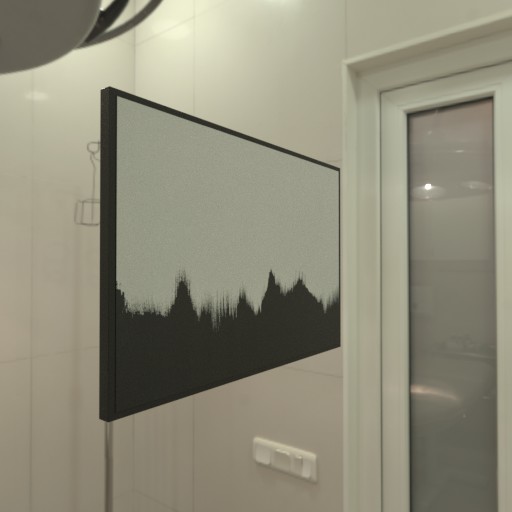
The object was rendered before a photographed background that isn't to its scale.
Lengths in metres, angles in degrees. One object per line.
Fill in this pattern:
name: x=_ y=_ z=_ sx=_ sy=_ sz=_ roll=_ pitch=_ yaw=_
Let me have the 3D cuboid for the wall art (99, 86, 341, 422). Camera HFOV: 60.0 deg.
wall art: x=0.000 y=0.000 z=0.852 sx=0.022 sy=0.446 sz=0.659 roll=-1 pitch=-1 yaw=38
